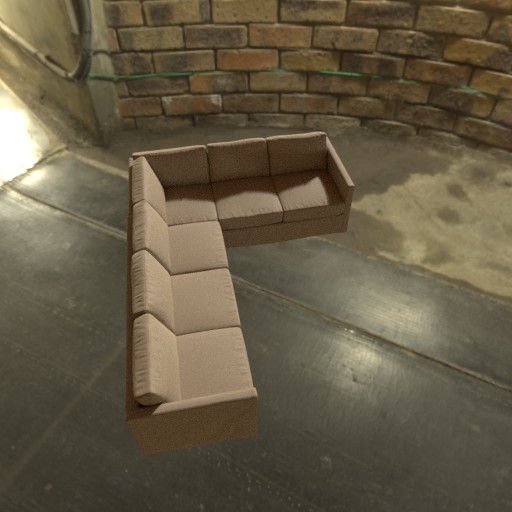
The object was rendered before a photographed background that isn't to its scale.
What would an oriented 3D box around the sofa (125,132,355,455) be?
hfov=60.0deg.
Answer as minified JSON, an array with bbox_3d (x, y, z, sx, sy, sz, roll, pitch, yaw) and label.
[{"bbox_3d":[0.000,0.000,4.412,2.432,0.871,3.182,-8,47,-8],"label":"sofa"}]
